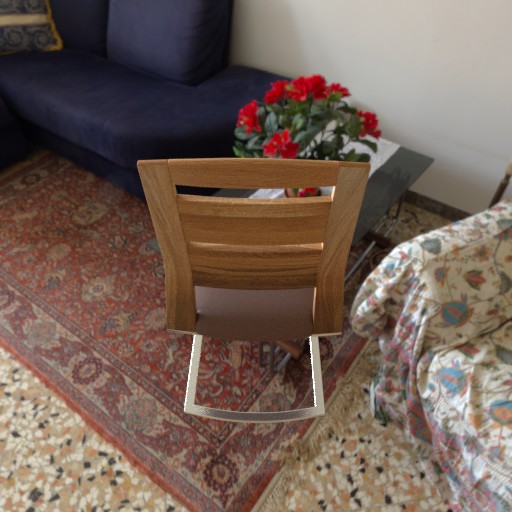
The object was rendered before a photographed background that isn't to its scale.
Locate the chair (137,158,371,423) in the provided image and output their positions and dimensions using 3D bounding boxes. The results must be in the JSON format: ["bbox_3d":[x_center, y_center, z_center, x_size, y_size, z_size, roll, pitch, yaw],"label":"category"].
[{"bbox_3d":[0.000,0.000,1.278,0.460,0.970,0.570,1,46,1],"label":"chair"}]
